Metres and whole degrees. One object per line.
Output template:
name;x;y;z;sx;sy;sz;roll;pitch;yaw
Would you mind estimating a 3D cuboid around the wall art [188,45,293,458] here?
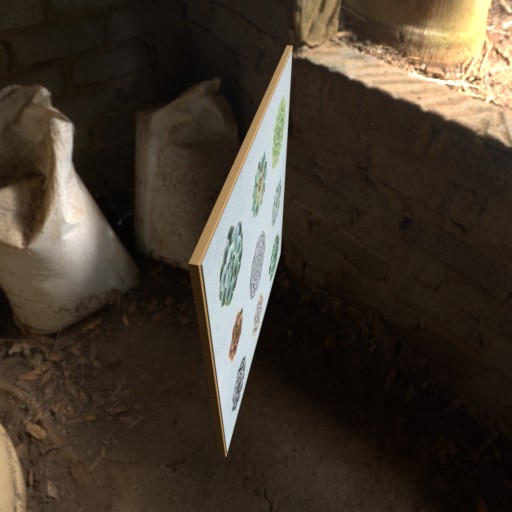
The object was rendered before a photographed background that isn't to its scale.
wall art;0.000;0.000;0.985;0.014;0.655;0.657;10;48;9
